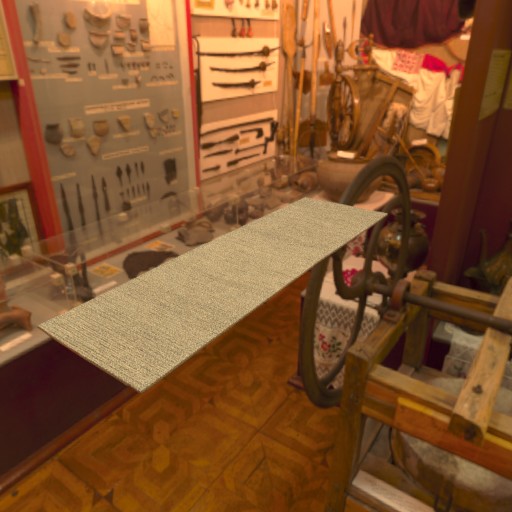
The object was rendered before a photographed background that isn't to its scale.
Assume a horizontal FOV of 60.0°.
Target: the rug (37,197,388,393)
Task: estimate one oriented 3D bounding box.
[{"bbox_3d":[0.000,0.000,2.603,0.692,0.032,2.320,18,31,33],"label":"rug"}]
